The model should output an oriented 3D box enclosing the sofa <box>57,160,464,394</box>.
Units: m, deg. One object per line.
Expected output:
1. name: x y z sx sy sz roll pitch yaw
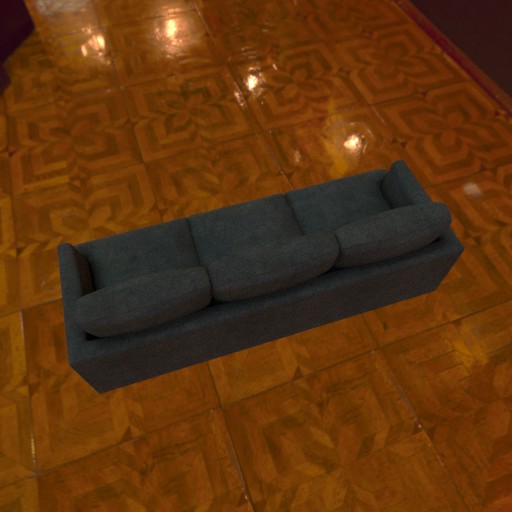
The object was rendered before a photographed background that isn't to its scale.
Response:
1. sofa: 0.000 0.000 2.739 2.246 0.930 0.903 -15 59 -10
